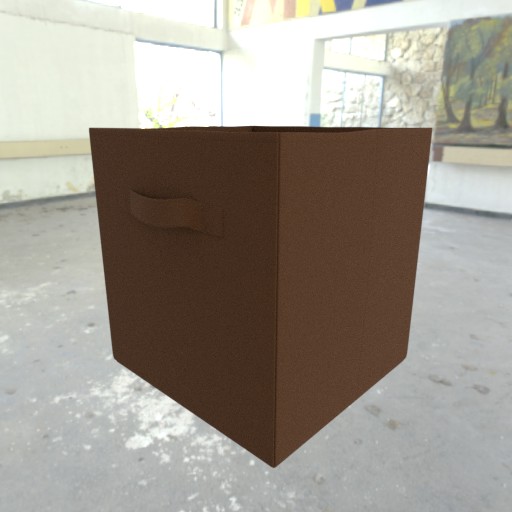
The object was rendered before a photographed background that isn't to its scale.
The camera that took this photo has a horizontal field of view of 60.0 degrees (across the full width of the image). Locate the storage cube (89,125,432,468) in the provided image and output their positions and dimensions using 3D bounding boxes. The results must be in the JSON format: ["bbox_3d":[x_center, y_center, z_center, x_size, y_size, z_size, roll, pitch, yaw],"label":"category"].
[{"bbox_3d":[0.000,0.000,0.503,0.270,0.280,0.270,15,23,41],"label":"storage cube"}]
